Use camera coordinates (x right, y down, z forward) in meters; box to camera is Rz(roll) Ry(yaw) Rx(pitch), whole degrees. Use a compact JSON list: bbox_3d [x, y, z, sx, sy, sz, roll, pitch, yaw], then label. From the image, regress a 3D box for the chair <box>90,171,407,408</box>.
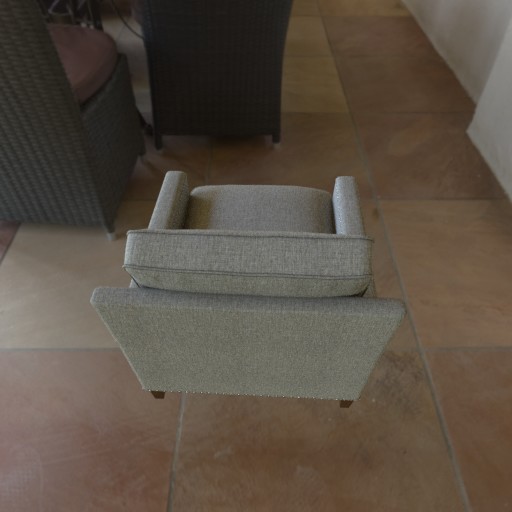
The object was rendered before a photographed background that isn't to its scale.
[{"bbox_3d":[0.000,0.000,1.752,0.853,0.943,1.014,2,47,2],"label":"chair"}]
